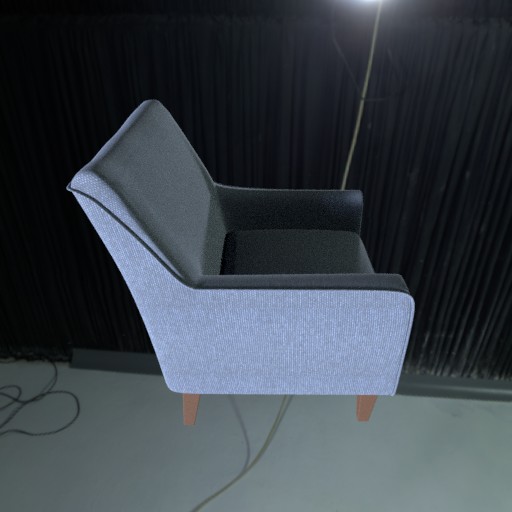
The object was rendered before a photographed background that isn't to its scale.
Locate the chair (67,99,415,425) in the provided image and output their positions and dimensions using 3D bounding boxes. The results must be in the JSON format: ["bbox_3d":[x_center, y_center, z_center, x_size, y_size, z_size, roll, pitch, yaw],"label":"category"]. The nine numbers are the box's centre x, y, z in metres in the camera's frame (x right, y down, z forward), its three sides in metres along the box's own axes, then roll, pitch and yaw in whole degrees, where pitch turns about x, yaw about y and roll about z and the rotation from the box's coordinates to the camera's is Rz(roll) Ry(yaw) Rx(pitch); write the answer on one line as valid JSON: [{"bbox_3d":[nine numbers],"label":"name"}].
[{"bbox_3d":[0.000,0.000,1.591,0.899,0.919,0.780,0,32,0],"label":"chair"}]
